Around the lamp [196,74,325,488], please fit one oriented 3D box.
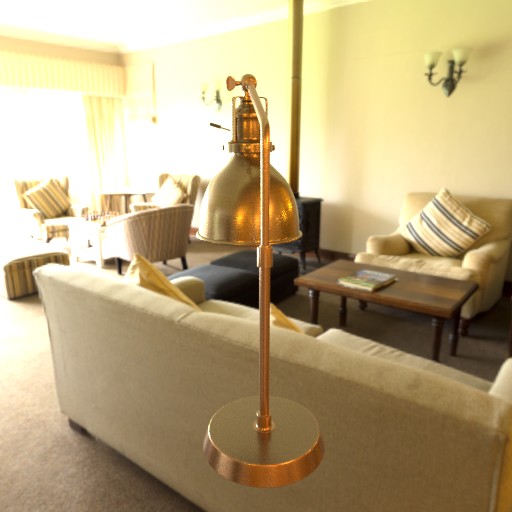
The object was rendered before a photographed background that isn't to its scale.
[{"bbox_3d":[0.000,0.000,0.570,0.153,0.456,0.286,-2,15,-8],"label":"lamp"}]
